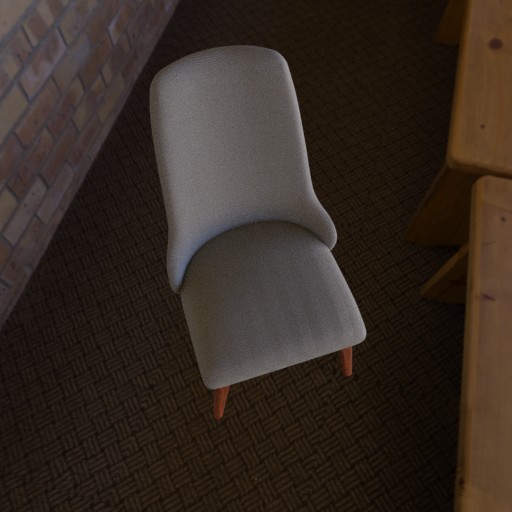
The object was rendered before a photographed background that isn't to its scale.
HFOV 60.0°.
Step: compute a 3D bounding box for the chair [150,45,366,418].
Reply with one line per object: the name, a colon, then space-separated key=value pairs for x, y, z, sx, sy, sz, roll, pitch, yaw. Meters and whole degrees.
chair: x=0.000 y=0.000 z=1.331 sx=0.535 sy=0.918 sz=0.707 roll=-15 pitch=64 yaw=-7
